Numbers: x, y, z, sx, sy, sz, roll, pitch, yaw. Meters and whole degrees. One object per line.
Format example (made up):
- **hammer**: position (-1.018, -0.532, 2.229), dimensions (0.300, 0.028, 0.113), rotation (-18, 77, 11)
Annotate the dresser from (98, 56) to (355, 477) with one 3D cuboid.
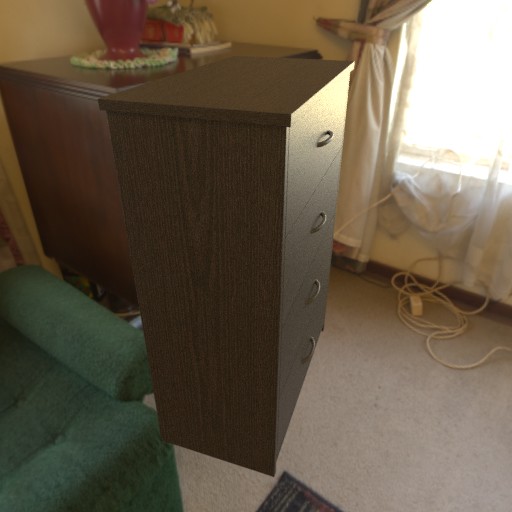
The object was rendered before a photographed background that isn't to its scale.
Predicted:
- **dresser**: position (0.000, 0.000, 1.340), dimensions (0.399, 1.020, 0.704), rotation (10, 32, 17)
